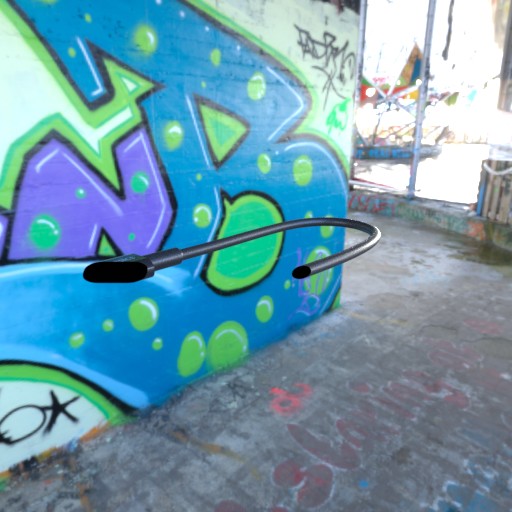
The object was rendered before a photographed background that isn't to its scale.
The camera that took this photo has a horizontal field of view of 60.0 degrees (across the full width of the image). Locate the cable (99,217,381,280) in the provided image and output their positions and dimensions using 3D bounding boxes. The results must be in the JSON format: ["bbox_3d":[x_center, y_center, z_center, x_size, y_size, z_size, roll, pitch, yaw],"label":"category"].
[{"bbox_3d":[0.000,0.000,0.112,0.040,0.006,0.098,15,23,40],"label":"cable"}]
